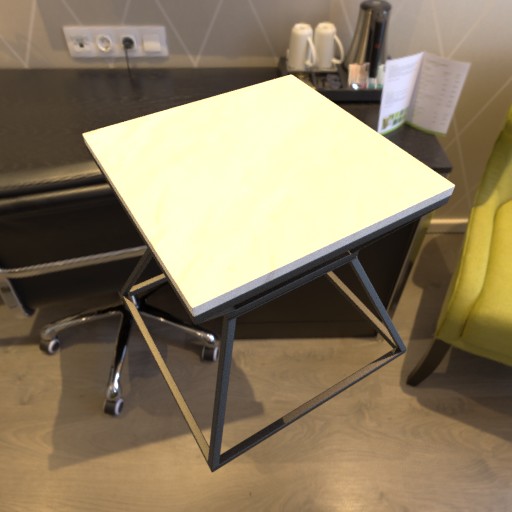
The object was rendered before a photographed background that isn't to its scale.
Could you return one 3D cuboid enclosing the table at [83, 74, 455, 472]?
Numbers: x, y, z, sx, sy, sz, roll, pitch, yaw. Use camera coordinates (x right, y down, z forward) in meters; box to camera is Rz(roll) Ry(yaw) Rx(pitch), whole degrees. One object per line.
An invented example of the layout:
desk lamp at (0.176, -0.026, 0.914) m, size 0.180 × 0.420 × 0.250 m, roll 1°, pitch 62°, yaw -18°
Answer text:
table at (0.000, 0.000, 0.822) m, size 0.455 × 0.431 × 0.455 m, roll -24°, pitch 51°, yaw -21°
